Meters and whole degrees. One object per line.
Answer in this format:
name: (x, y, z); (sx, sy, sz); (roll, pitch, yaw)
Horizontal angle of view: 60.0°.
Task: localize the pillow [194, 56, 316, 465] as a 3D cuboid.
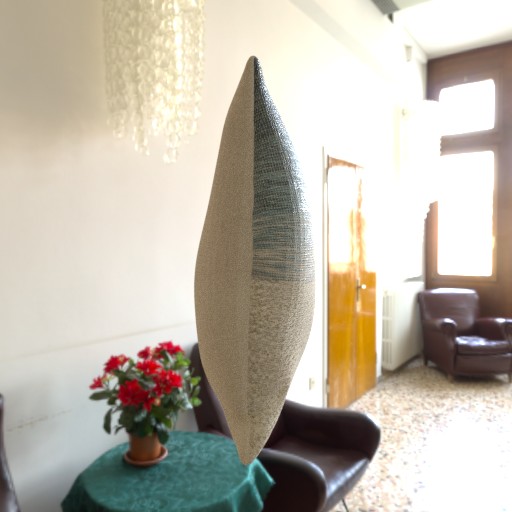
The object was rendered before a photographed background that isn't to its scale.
pillow: (0.000, 0.000, 0.685); (0.182, 0.441, 0.440); (0, 1, 0)
